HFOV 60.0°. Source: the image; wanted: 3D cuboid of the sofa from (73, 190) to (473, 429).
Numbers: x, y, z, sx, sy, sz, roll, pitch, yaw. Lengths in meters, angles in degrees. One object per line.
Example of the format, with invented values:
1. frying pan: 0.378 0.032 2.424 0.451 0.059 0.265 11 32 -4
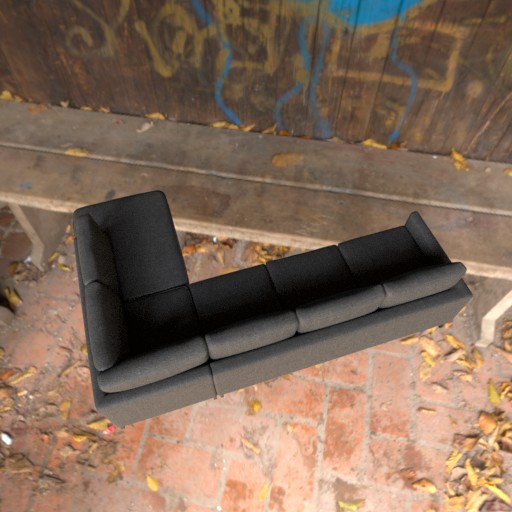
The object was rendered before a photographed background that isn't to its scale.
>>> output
1. sofa: 0.000 0.000 3.878 2.972 0.858 1.984 -15 58 -10
